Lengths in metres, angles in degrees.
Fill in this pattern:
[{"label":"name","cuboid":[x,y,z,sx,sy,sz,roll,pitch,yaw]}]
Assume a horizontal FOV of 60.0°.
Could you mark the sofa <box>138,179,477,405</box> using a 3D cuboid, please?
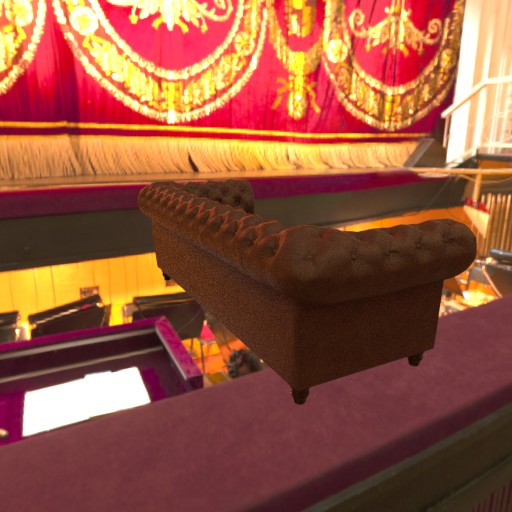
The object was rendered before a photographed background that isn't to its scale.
[{"label":"sofa","cuboid":[0.000,0.000,2.781,0.944,0.783,2.385,-8,17,-27]}]
